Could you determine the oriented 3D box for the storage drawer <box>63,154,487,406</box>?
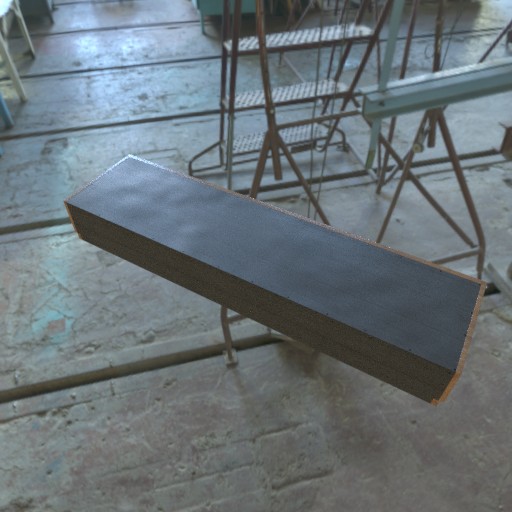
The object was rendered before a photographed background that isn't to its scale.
[{"bbox_3d":[0.000,0.000,2.225,2.032,0.264,0.538,22,49,21],"label":"storage drawer"}]
